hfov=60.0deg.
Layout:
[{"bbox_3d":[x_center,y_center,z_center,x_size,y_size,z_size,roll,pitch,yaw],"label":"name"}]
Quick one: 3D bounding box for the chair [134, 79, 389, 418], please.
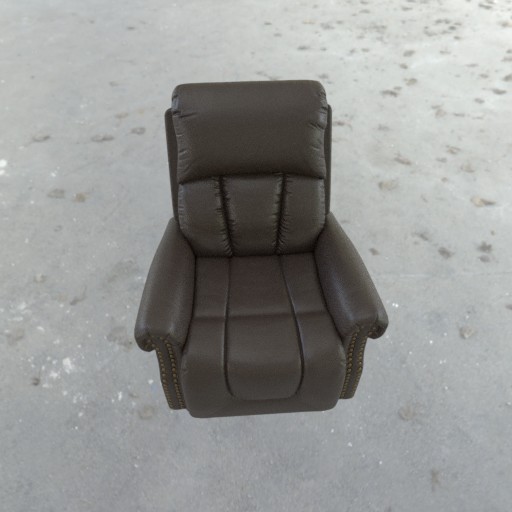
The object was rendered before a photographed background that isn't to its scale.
[{"bbox_3d":[0.000,0.000,1.756,0.869,1.028,0.978,-3,47,-3],"label":"chair"}]
